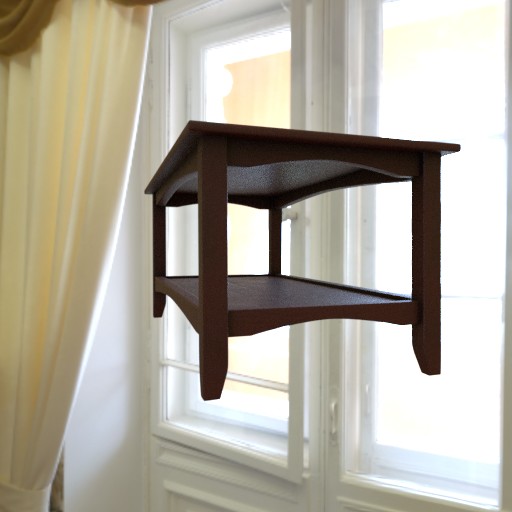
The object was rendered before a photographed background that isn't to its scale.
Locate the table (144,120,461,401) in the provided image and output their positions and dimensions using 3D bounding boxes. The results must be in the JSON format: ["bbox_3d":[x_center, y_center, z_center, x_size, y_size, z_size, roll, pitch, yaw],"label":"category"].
[{"bbox_3d":[0.000,0.000,1.231,0.533,0.456,0.943,0,2,-18],"label":"table"}]
